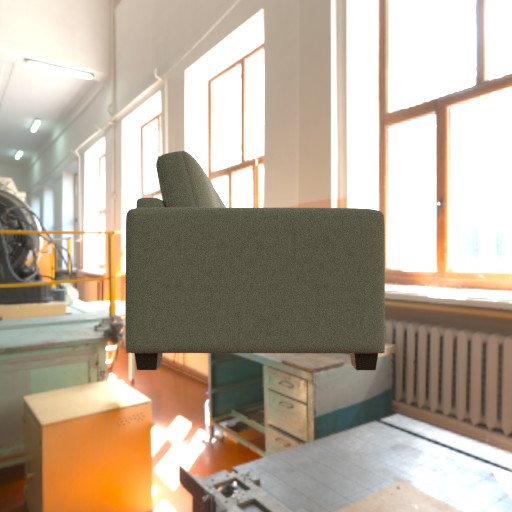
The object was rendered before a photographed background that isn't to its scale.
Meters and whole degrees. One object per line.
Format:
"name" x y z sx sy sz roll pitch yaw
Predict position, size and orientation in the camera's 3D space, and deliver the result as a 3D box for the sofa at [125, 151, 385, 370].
"sofa" 0.000 0.000 2.573 0.900 0.800 2.160 0 0 0
